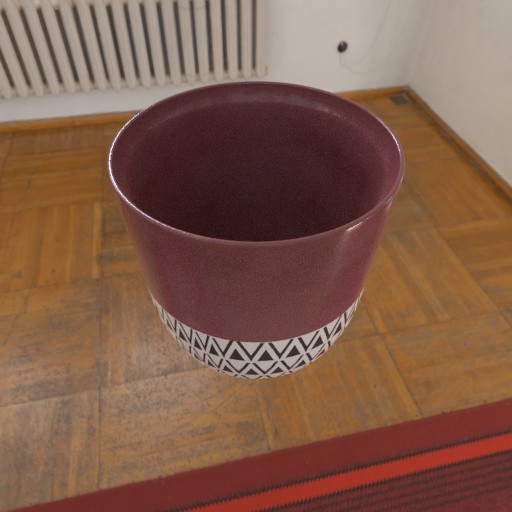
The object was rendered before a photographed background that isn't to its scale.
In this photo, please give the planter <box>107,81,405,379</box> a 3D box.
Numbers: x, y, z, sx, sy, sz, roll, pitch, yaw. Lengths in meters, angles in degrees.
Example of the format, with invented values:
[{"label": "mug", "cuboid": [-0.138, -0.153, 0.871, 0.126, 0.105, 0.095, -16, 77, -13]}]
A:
[{"label": "planter", "cuboid": [0.000, 0.000, 0.373, 0.195, 0.214, 0.195, 0, 46, 0]}]
